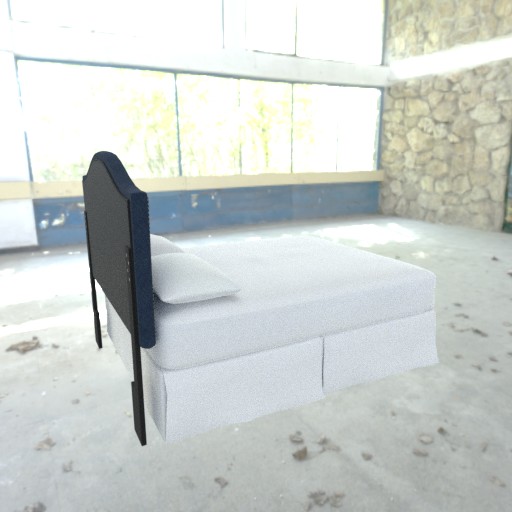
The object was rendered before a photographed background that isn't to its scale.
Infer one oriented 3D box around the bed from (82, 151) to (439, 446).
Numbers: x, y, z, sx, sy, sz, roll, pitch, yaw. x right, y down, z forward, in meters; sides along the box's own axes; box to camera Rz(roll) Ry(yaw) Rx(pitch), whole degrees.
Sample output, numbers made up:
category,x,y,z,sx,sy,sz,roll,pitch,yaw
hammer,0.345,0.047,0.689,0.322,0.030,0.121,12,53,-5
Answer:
category,x,y,z,sx,sy,sz,roll,pitch,yaw
bed,0.000,0.000,3.285,2.153,1.518,1.725,-7,15,-27
